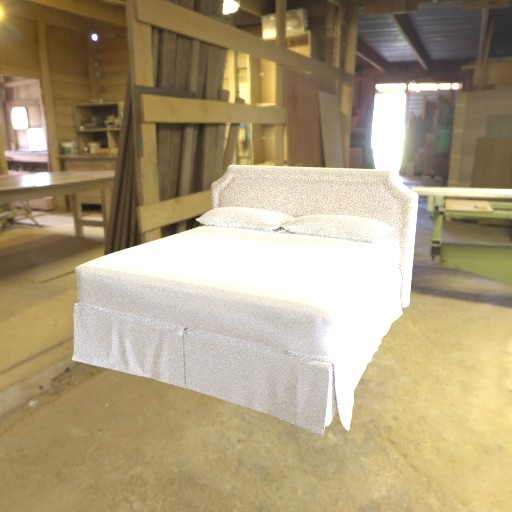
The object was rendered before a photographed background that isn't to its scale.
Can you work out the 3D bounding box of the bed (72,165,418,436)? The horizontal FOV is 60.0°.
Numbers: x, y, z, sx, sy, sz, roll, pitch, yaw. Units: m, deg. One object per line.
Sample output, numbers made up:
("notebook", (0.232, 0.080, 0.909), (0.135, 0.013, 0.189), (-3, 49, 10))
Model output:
("bed", (0.000, 0.000, 3.599), (2.160, 1.301, 2.204), (8, 17, 26))
